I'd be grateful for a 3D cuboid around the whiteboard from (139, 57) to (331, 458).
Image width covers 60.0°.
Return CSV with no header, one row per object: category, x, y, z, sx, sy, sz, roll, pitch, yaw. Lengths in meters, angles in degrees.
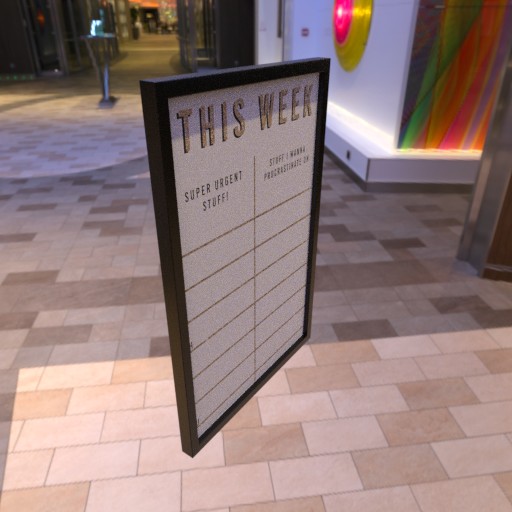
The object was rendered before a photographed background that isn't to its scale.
whiteboard,0.000,0.000,0.772,0.026,0.611,0.406,19,33,31
